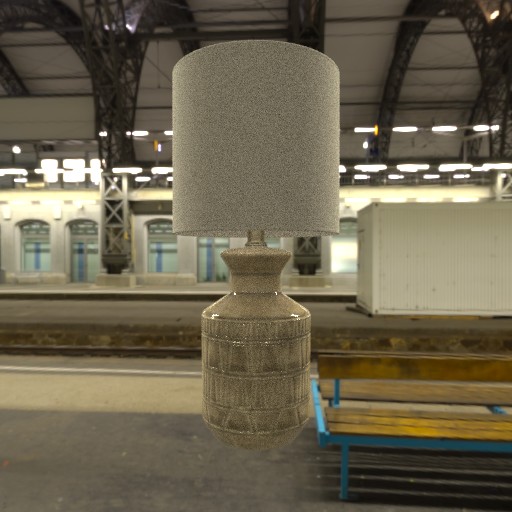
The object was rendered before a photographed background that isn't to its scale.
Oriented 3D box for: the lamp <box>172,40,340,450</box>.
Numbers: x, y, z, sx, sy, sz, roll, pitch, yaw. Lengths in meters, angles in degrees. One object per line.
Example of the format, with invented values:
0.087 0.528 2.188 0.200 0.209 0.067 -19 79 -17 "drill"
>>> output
0.000 0.000 0.571 0.211 0.455 0.211 0 0 -18 "lamp"
